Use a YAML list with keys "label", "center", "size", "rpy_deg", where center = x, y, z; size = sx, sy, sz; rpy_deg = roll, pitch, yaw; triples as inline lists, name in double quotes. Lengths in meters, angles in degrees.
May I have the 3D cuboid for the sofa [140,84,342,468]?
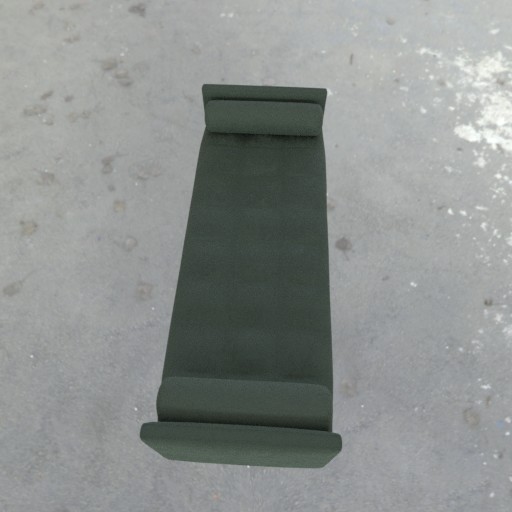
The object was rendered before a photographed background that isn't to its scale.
- label: "sofa"
  center: [0.000, 0.000, 2.478]
  size: [0.797, 0.657, 2.102]
  rpy_deg: [3, 59, 2]
